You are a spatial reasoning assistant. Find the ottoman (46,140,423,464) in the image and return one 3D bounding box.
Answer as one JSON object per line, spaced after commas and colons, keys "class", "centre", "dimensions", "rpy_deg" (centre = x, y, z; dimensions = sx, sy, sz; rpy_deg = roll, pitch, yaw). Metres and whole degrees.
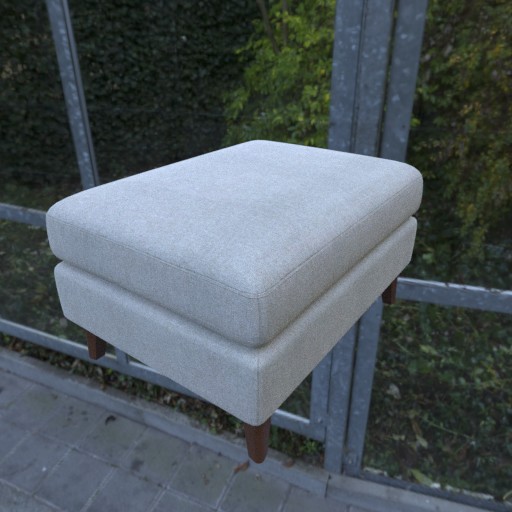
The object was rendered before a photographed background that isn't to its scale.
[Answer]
{"class": "ottoman", "centre": [0.000, 0.000, 1.198], "dimensions": [0.610, 0.478, 0.823], "rpy_deg": [18, 32, 32]}
